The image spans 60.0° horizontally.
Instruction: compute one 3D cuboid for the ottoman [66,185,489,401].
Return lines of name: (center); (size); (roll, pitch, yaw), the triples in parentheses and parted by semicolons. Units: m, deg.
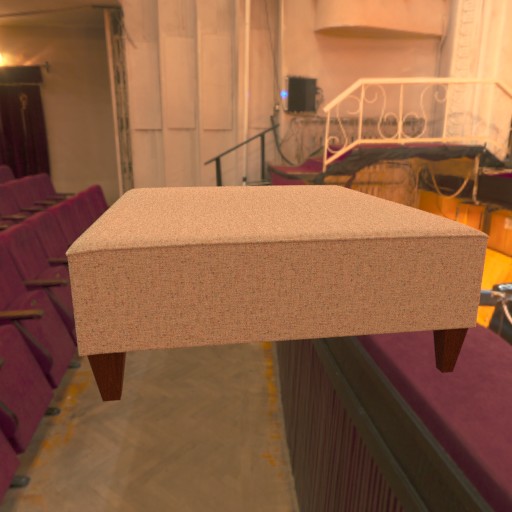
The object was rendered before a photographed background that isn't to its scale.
ottoman: (0.000, 0.000, 1.180); (0.736, 0.303, 0.835); (-2, 15, -8)
